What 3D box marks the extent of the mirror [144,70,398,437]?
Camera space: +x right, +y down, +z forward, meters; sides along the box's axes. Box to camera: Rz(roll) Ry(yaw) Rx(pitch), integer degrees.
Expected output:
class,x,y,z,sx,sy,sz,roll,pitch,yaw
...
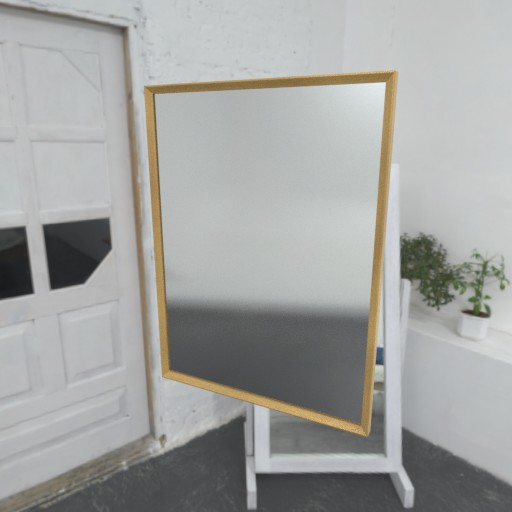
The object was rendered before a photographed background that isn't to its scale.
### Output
class,x,y,z,sx,sy,sz,roll,pitch,yaw
mirror,0.000,0.000,1.366,0.762,1.016,0.041,8,17,26
